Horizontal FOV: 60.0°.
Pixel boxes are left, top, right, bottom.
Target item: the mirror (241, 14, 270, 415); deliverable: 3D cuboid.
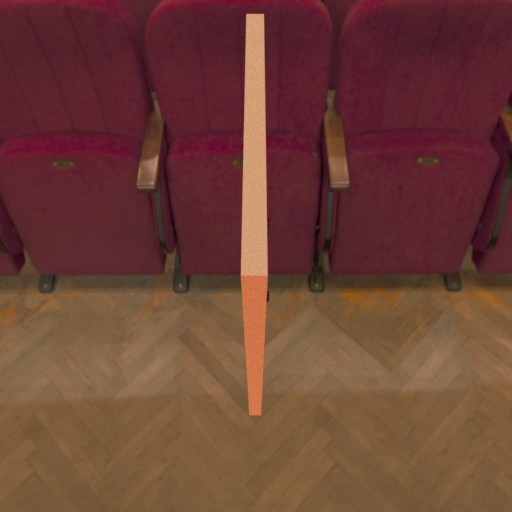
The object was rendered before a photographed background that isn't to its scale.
[{"bbox_3d":[0.000,0.000,1.144,0.041,0.915,0.609,0,59,0],"label":"mirror"}]
